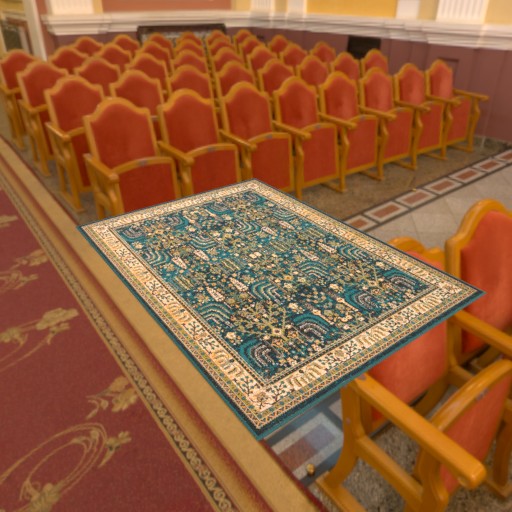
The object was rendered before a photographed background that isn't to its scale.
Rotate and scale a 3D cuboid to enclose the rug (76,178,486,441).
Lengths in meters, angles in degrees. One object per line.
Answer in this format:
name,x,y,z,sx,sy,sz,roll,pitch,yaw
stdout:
rug,0.000,0.000,3.939,2.226,0.015,3.044,-21,37,-31
